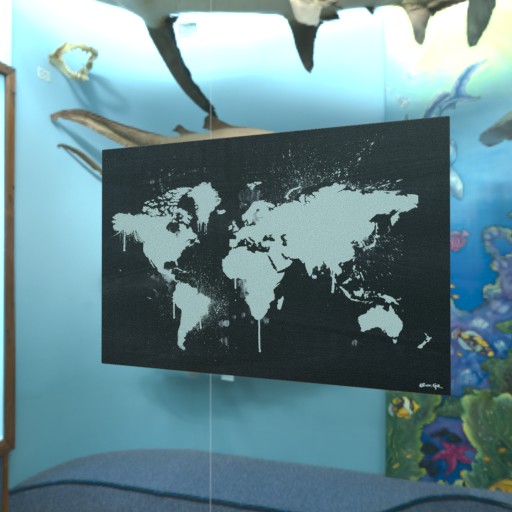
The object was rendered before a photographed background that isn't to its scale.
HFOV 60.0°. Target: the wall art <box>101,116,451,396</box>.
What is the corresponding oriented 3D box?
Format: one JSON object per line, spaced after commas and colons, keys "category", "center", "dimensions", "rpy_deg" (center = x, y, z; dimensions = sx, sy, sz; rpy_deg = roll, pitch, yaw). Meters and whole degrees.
{"category": "wall art", "center": [0.000, 0.000, 0.760], "dimensions": [0.610, 0.409, 0.038], "rpy_deg": [0, 0, 19]}
